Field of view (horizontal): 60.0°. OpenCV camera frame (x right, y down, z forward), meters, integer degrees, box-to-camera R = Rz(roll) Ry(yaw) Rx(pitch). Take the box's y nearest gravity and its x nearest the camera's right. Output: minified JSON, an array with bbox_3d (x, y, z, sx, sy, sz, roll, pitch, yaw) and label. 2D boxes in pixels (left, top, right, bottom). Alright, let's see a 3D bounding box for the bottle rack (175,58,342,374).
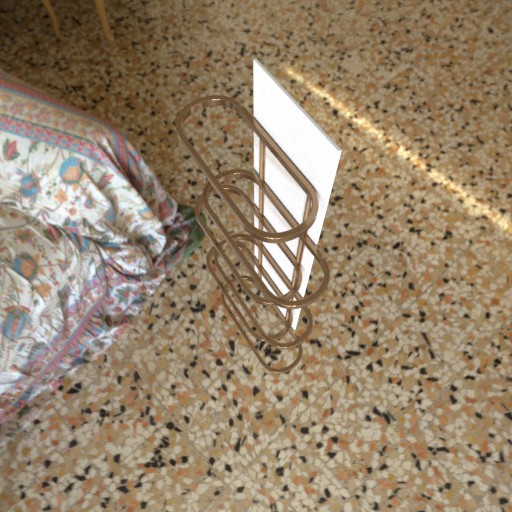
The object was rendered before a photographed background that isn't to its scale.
[{"bbox_3d":[0.000,0.000,0.844,0.118,0.709,0.332,-30,67,-14],"label":"bottle rack"}]
